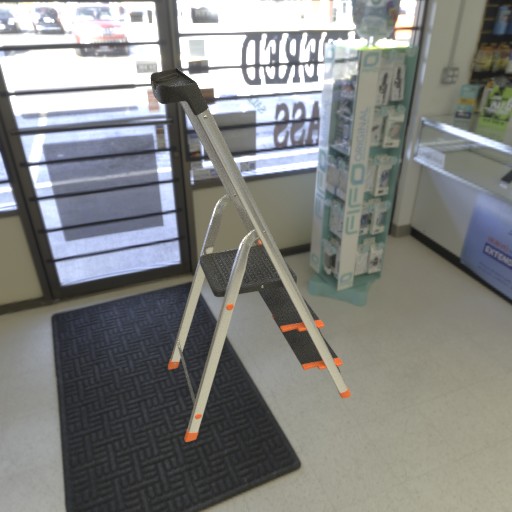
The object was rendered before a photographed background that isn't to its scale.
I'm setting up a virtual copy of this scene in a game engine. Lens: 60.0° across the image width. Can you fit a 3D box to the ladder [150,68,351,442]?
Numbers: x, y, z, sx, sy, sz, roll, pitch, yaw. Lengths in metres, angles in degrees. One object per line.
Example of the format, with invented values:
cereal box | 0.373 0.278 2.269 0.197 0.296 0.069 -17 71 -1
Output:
ladder | 0.000 0.000 1.583 0.686 1.229 0.416 -10 31 -16
